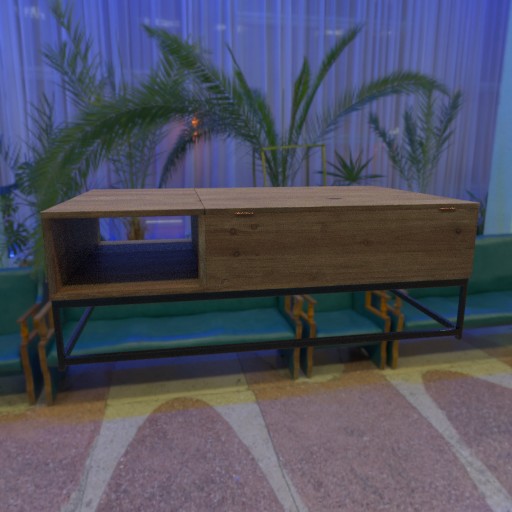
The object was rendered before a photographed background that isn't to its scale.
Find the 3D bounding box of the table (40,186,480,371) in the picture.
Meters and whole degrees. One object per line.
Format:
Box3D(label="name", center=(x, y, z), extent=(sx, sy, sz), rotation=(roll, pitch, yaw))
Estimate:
Box3D(label="table", center=(0.000, 0.000, 1.445), extent=(1.101, 0.395, 0.655), rotation=(-2, 13, -10))
